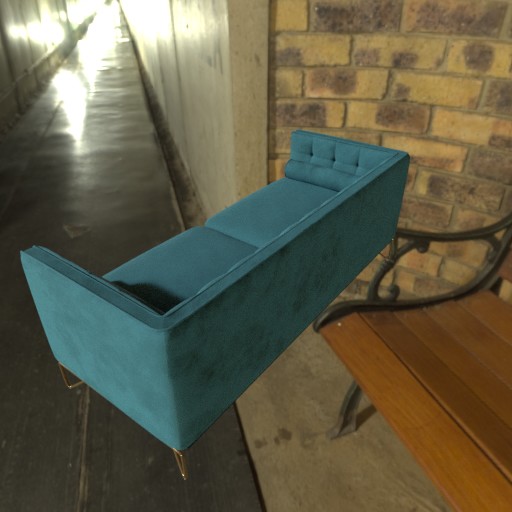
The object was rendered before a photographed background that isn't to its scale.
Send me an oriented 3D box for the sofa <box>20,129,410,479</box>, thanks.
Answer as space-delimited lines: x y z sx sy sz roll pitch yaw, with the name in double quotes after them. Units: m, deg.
0.000 0.000 2.448 0.867 0.789 2.087 22 39 31 "sofa"
